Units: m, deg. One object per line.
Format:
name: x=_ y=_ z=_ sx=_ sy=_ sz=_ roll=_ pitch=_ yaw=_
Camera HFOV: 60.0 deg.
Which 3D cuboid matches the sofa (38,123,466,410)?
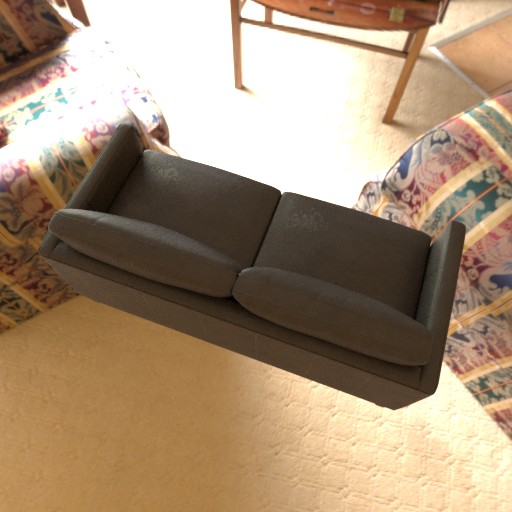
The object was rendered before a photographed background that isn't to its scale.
sofa: x=0.000 y=0.000 z=2.415 sx=1.971 sy=0.863 sz=0.933 roll=18 pitch=65 yaw=9
